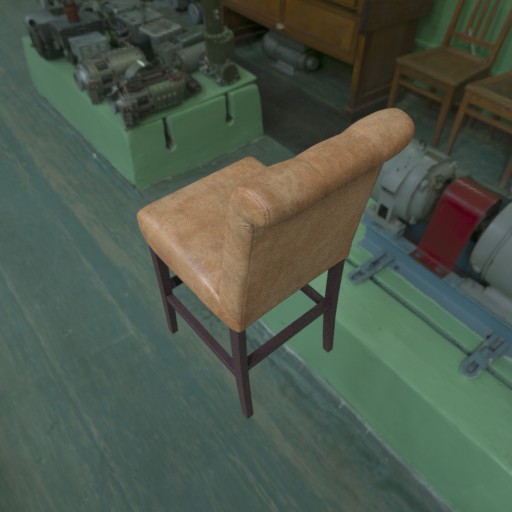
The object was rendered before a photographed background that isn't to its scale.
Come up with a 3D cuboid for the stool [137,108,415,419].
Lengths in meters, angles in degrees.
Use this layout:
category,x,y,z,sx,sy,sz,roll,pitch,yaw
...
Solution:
category,x,y,z,sx,sy,sz,roll,pitch,yaw
stool,0.000,0.000,1.397,0.493,1.047,0.601,-32,54,-26
